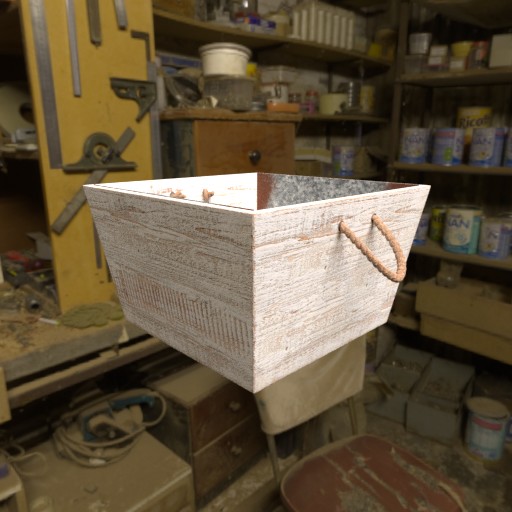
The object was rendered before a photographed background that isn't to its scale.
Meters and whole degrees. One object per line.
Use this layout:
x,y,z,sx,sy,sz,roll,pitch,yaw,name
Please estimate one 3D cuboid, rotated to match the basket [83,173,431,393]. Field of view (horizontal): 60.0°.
0.000,0.000,0.774,0.413,0.247,0.545,-14,20,-43,basket
